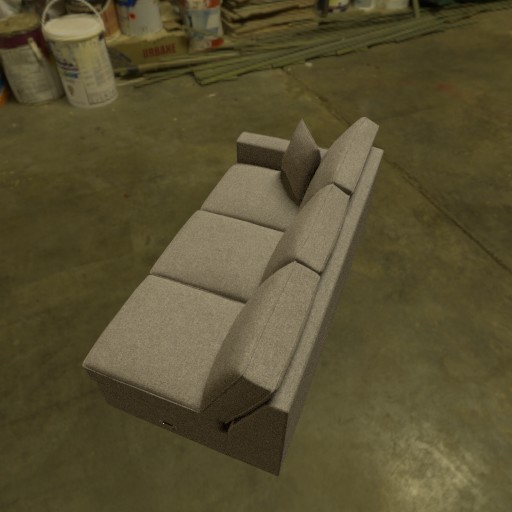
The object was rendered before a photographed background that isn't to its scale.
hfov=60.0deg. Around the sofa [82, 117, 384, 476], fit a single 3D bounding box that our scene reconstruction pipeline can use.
[{"bbox_3d":[0.000,0.000,2.572,1.034,0.946,1.963,16,48,15],"label":"sofa"}]
